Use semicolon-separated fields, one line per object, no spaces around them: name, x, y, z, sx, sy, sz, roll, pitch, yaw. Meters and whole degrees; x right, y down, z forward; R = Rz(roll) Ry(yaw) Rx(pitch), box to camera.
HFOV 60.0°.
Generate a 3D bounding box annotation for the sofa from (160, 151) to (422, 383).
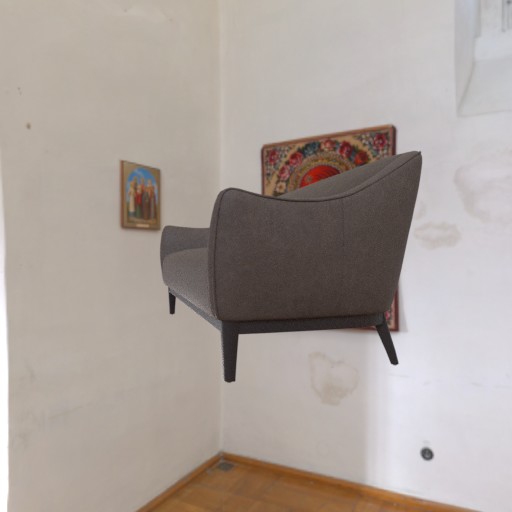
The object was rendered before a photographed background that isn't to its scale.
sofa;0.000;0.000;2.395;0.869;0.831;1.928;0;0;-17
